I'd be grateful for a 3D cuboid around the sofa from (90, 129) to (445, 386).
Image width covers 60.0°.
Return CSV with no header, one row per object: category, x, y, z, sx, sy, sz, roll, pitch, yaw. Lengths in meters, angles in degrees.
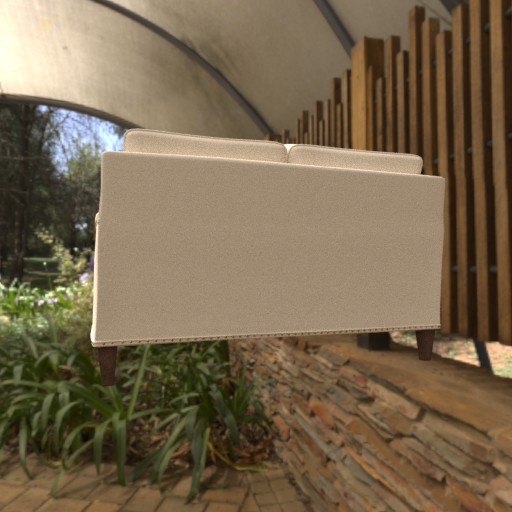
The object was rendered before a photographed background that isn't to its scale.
sofa,0.000,0.000,2.297,1.597,1.003,1.084,0,-2,-18
